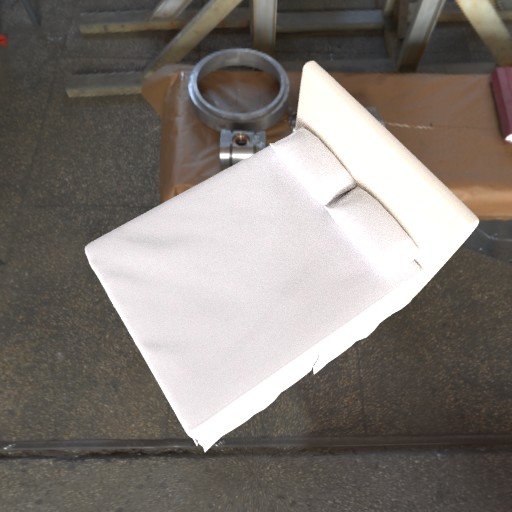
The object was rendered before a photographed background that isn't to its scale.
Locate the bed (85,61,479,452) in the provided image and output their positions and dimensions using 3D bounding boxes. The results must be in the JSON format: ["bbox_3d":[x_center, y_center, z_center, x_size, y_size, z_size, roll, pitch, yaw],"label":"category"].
[{"bbox_3d":[0.000,0.000,3.226,2.142,1.330,1.713,-31,68,-14],"label":"bed"}]
